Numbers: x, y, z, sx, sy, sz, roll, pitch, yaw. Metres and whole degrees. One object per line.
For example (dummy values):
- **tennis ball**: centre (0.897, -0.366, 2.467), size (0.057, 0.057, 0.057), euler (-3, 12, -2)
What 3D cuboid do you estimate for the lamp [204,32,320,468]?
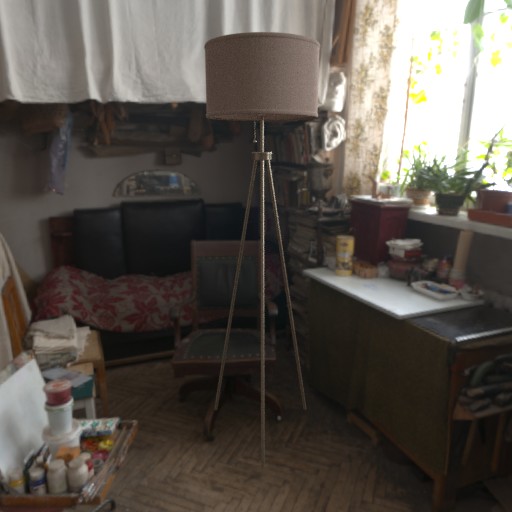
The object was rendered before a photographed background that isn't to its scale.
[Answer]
- **lamp**: centre (0.000, 0.000, 1.775), size (0.460, 1.545, 0.449), euler (7, 16, 27)
